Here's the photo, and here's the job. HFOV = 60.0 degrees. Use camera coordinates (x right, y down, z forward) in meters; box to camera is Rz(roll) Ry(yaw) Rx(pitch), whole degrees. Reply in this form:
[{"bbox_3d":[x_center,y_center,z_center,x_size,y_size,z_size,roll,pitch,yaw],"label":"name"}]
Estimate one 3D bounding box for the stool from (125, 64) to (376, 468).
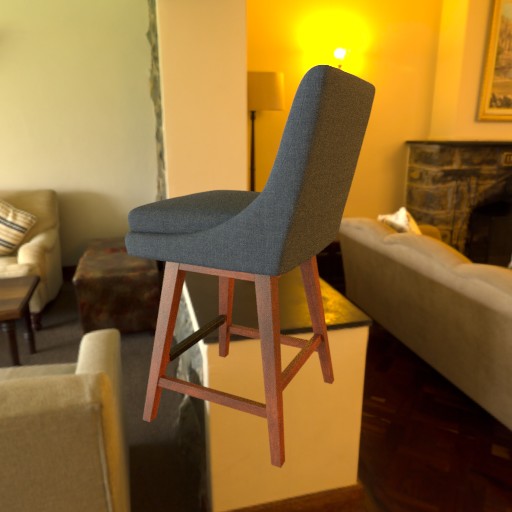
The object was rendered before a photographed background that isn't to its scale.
[{"bbox_3d":[0.000,0.000,1.203,0.524,0.895,0.467,7,17,25],"label":"stool"}]
